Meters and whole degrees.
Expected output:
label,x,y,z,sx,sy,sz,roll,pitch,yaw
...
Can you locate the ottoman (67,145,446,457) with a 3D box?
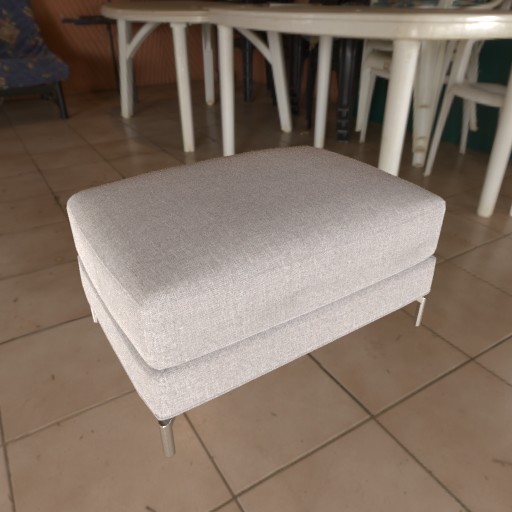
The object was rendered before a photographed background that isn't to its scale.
label,x,y,z,sx,sy,sz,roll,pitch,yaw
ottoman,0.000,0.000,1.205,0.838,0.457,0.584,-18,35,-28
